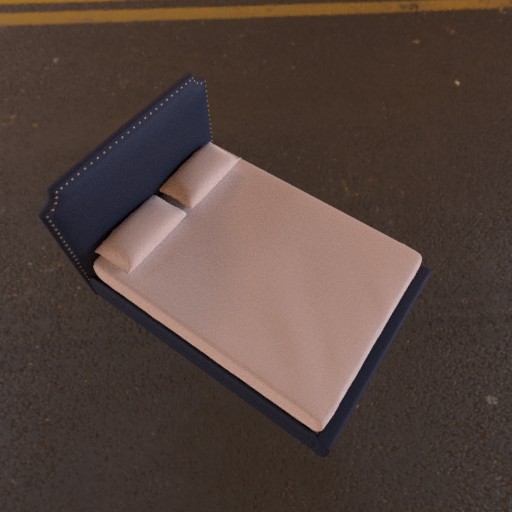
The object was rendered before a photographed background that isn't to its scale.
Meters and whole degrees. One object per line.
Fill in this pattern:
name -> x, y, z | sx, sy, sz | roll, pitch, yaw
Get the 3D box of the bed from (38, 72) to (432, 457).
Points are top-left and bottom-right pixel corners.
bed -> 0.000, 0.000, 3.412 | 2.372, 1.443, 1.712 | 31, 64, 17
